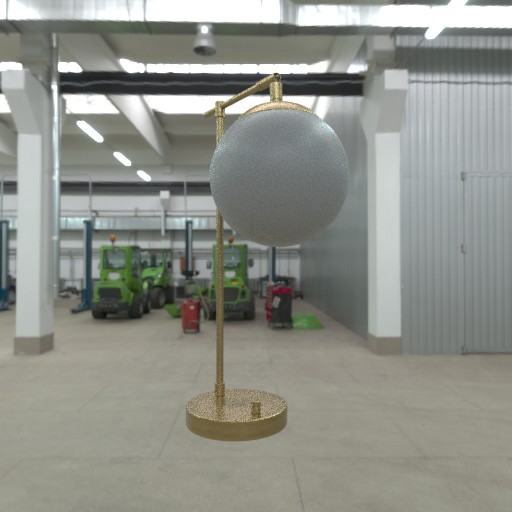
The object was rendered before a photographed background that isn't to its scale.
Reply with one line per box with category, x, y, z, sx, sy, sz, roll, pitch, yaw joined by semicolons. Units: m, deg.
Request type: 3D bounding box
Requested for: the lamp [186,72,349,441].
lamp;0.000;0.000;0.709;0.207;0.559;0.324;1;-1;-36
